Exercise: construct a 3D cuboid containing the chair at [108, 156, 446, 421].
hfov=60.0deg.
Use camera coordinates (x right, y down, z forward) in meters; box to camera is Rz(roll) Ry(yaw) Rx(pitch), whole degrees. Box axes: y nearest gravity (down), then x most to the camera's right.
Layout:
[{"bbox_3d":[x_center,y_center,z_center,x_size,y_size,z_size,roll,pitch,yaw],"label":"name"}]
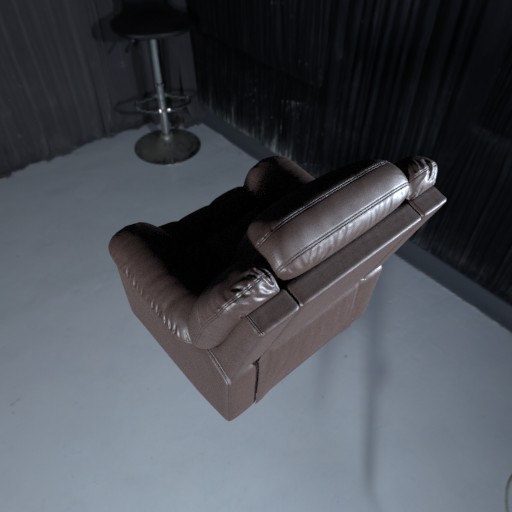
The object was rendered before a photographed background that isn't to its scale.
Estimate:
[{"bbox_3d":[0.000,0.000,1.709,0.899,1.009,0.934,-32,54,-27],"label":"chair"}]
